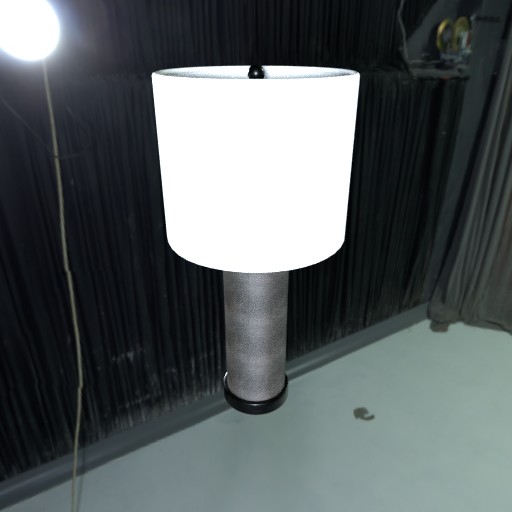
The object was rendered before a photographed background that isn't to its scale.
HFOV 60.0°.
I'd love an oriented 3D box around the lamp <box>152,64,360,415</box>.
[{"bbox_3d":[0.000,0.000,0.798,0.305,0.634,0.305,-18,31,-33],"label":"lamp"}]
